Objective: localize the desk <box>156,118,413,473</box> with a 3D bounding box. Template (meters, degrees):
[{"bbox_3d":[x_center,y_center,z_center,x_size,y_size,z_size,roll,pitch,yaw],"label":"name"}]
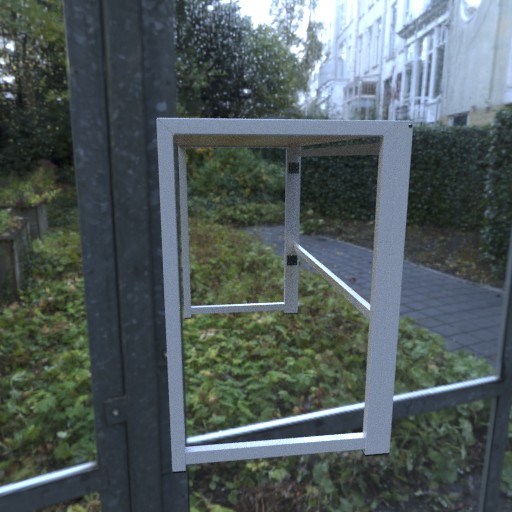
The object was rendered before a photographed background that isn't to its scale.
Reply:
[{"bbox_3d":[0.000,0.000,1.430,0.508,0.762,1.016,-2,12,-7],"label":"desk"}]
